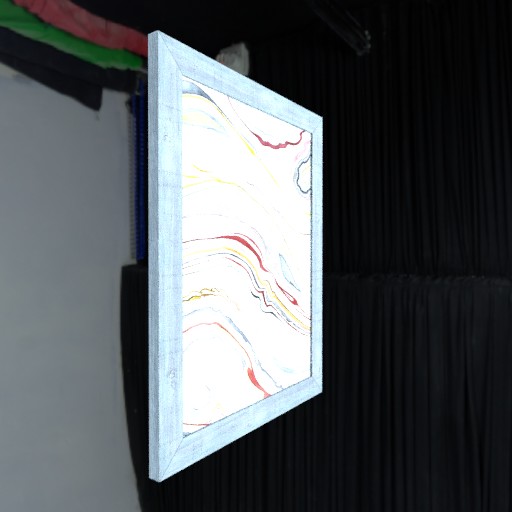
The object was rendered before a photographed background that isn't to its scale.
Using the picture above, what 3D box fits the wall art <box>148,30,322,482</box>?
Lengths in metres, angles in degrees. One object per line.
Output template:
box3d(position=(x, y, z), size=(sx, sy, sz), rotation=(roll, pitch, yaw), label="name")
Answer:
box3d(position=(0.000, 0.000, 0.802), size=(0.020, 0.613, 0.481), rotation=(0, 1, 36), label="wall art")
